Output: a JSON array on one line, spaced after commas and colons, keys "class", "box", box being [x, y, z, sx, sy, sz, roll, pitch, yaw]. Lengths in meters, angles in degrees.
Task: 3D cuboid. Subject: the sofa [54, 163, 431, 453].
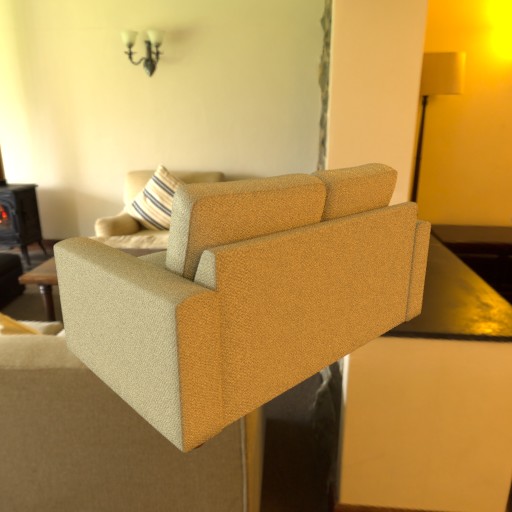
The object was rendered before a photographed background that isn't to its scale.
[{"class": "sofa", "box": [0.000, 0.000, 2.206, 1.616, 0.873, 1.016, -15, 23, -41]}]
